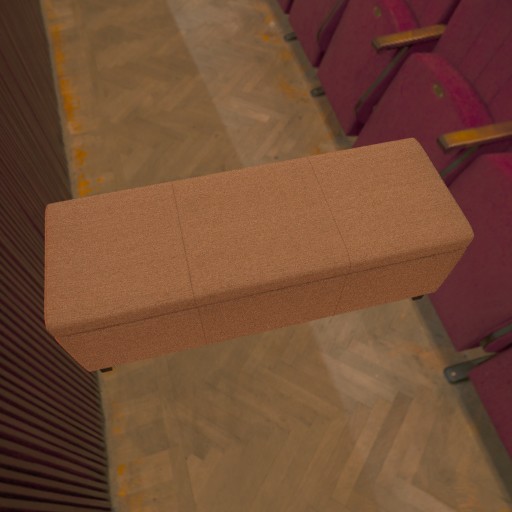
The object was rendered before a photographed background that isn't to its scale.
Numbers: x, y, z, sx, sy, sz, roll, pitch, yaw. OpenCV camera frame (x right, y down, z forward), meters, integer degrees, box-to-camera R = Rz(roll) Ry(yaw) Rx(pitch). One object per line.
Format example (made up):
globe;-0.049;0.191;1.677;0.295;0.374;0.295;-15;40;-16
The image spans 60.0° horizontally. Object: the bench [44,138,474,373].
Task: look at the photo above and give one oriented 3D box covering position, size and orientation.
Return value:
bench;0.000;0.000;1.518;1.269;0.438;0.446;-12;59;-7
